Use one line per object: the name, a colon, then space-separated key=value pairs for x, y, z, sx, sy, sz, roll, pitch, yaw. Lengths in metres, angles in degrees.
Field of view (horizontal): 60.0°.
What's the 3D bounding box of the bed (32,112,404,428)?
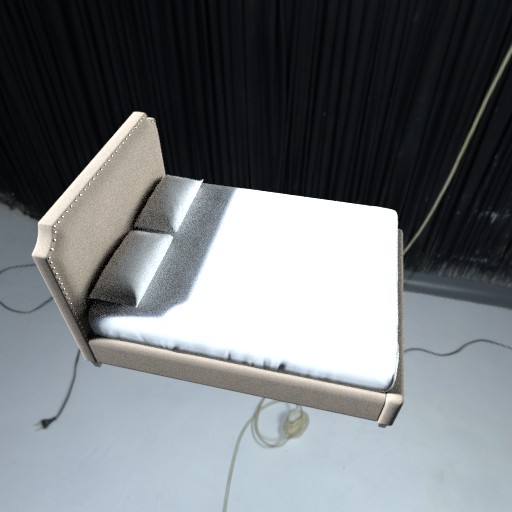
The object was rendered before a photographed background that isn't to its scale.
bed: x=0.000 y=0.000 z=3.410 sx=2.329 sy=1.415 sz=1.703 roll=9 pitch=46 yaw=9
